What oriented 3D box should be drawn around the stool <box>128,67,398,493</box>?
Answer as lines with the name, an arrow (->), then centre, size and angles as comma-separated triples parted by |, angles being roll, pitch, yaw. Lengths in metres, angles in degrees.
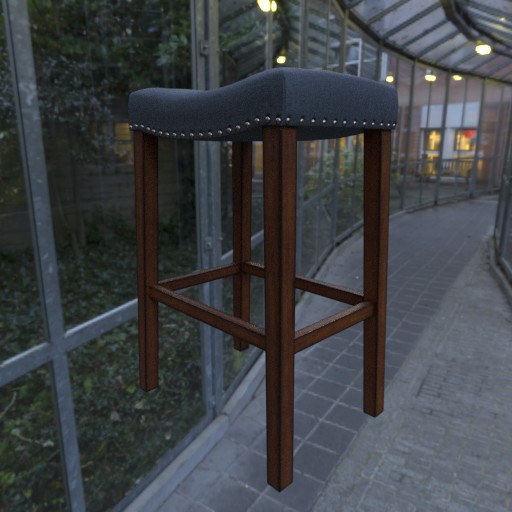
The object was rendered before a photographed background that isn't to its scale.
stool -> 0.000, 0.000, 1.021 | 0.366, 0.748, 0.502 | -14, 20, -42
